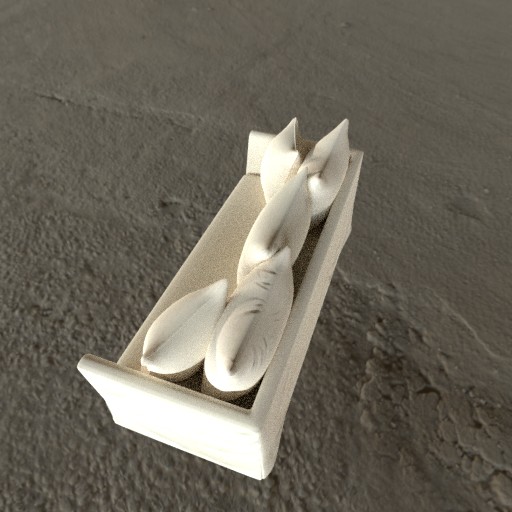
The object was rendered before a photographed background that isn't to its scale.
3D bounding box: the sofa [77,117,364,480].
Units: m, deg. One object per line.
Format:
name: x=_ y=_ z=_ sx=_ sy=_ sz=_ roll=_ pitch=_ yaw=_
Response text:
sofa: x=0.000 y=0.000 z=3.051 sx=1.030 sy=1.042 sz=2.484 roll=15 pitch=47 yaw=14
